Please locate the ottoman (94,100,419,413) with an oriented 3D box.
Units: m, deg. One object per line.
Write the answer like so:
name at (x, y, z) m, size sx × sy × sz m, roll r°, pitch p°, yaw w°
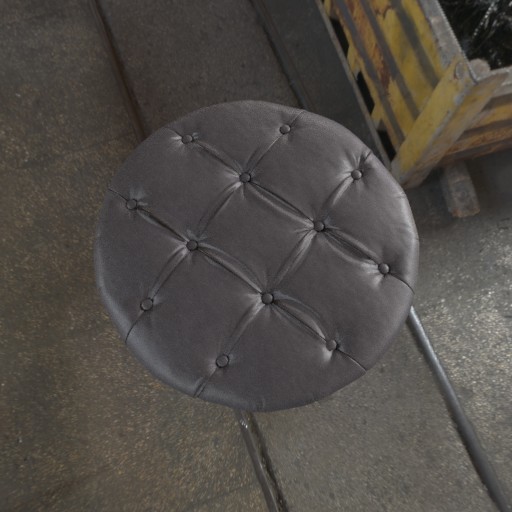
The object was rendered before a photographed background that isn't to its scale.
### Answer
ottoman at (0.000, 0.000, 1.367) m, size 0.901 × 0.439 × 0.901 m, roll 0°, pitch 74°, yaw 0°
